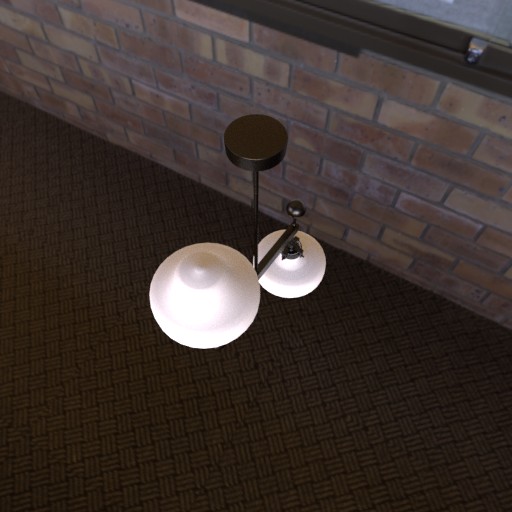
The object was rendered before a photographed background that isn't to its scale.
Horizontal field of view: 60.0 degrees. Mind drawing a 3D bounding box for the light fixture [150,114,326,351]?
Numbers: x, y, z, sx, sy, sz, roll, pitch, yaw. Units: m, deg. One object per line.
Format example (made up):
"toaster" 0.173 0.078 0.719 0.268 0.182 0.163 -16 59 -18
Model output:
"light fixture" 0.000 0.000 1.024 0.422 0.743 0.489 -1 59 -1
